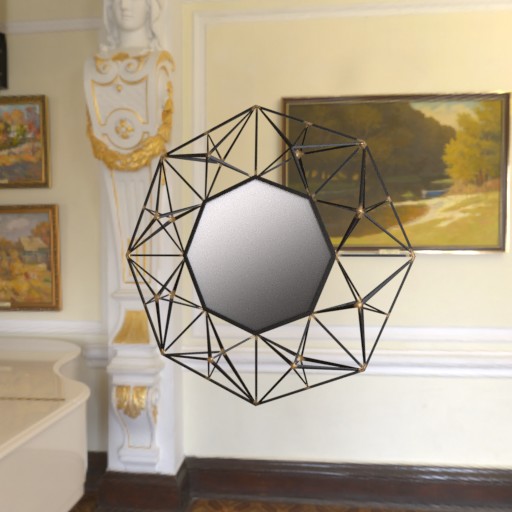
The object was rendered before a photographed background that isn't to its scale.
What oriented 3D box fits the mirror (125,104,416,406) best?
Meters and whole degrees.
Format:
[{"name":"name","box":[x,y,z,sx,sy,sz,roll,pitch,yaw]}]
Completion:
[{"name":"mirror","box":[0.000,0.000,1.047,0.710,0.710,0.094,0,1,18]}]
